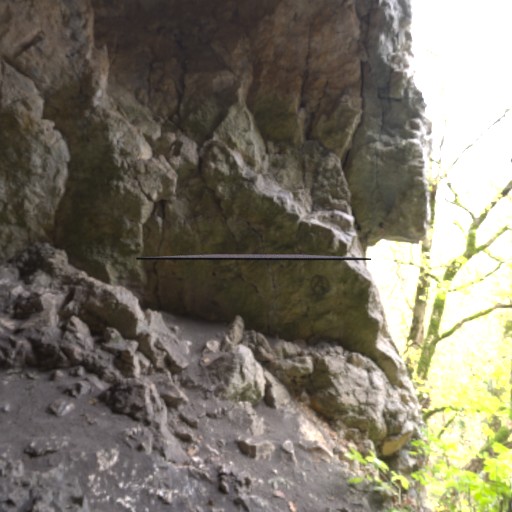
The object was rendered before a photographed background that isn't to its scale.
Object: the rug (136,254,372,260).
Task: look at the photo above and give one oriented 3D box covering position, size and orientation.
[{"bbox_3d":[0.000,0.000,2.641,0.760,0.009,2.440,0,0,0],"label":"rug"}]
